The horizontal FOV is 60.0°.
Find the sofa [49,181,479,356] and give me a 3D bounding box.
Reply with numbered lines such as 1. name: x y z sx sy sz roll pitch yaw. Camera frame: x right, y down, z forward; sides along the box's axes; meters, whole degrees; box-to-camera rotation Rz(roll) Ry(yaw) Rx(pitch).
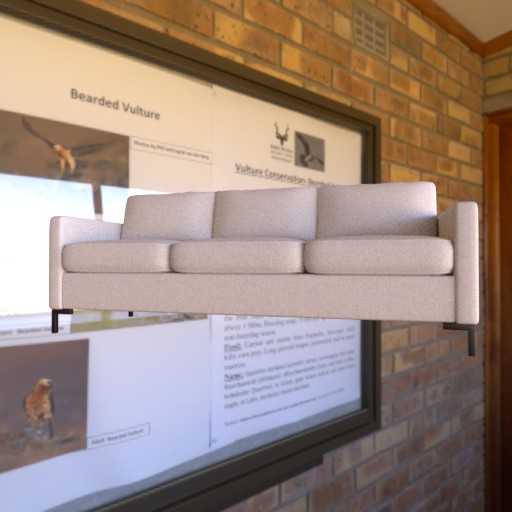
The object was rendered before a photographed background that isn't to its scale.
1. sofa: 0.000 0.000 2.582 2.218 0.874 0.859 0 -1 16
